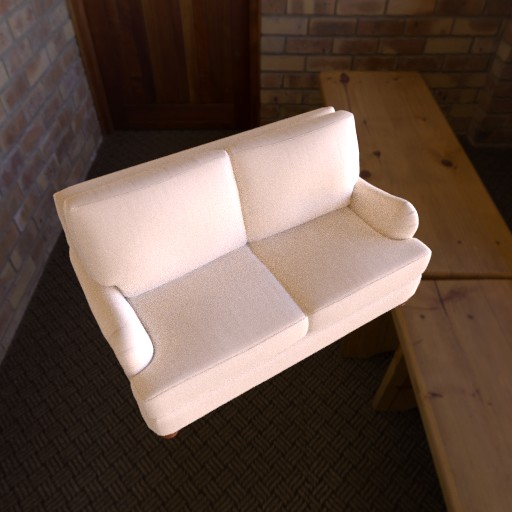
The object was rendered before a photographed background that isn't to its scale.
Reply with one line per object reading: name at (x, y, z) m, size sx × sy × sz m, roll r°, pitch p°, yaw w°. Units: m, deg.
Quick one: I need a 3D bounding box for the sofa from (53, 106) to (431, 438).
sofa at (0.000, 0.000, 2.553) m, size 1.853 × 1.101 × 1.084 m, roll -24°, pitch 50°, yaw -22°
